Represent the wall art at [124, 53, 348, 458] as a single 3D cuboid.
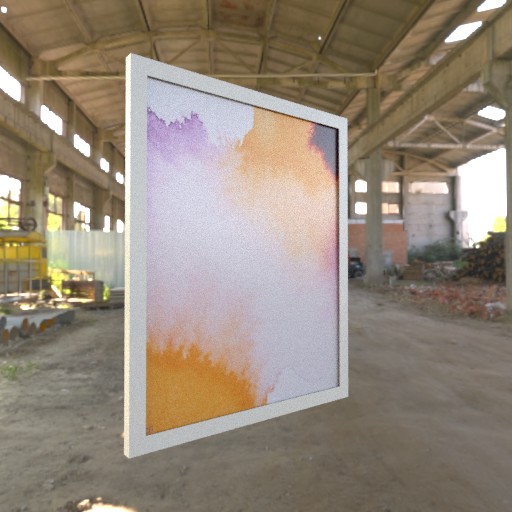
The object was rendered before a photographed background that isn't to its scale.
[{"bbox_3d":[0.000,0.000,1.101,0.661,0.811,0.026,1,-1,-38],"label":"wall art"}]
